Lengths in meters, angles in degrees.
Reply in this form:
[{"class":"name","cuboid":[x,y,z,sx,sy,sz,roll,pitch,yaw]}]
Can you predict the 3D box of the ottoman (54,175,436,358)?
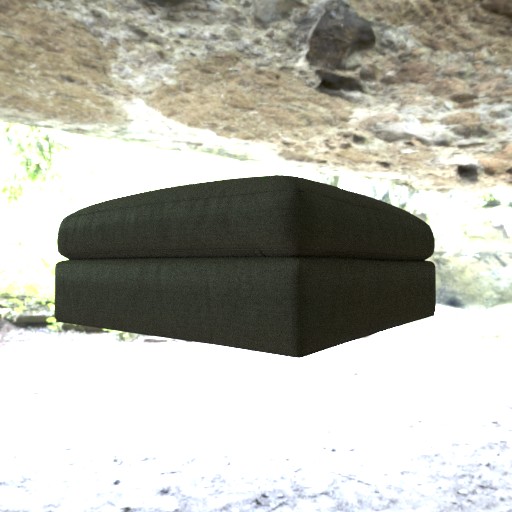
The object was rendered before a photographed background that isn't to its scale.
[{"class":"ottoman","cuboid":[0.000,0.000,1.657,1.041,0.470,1.041,-1,-1,37]}]
